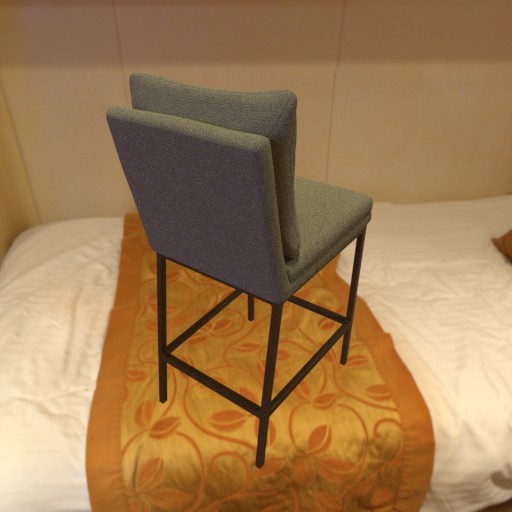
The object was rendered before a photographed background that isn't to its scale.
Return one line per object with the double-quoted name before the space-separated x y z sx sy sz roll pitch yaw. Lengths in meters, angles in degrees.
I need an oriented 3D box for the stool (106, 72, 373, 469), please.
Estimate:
"stool" 0.000 0.000 1.301 0.463 1.031 0.569 21 37 30
